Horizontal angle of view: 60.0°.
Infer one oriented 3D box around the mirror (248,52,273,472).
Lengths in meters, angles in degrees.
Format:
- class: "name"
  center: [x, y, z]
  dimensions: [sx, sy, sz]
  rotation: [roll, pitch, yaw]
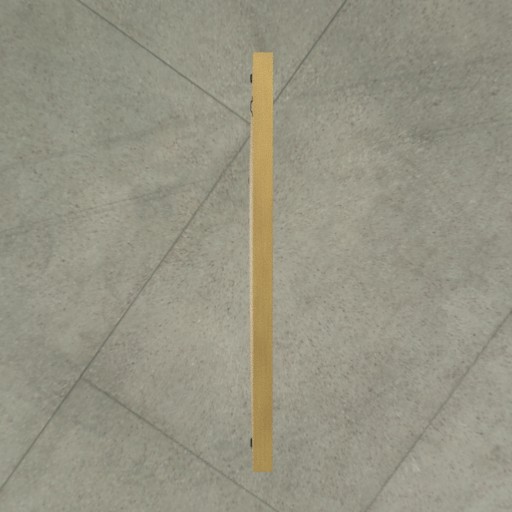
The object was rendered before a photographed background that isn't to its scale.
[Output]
- class: "mirror"
  center: [0.000, 0.000, 1.311]
  dimensions: [0.041, 1.016, 0.762]
  rotation: [0, 92, -1]
